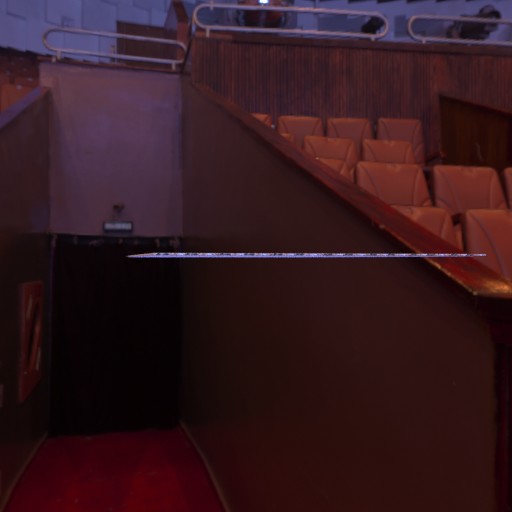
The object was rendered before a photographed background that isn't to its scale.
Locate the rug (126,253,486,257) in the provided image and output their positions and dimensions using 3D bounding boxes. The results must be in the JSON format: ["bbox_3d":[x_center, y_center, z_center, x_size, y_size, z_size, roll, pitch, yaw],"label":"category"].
[{"bbox_3d":[0.000,0.000,2.327,1.247,0.008,1.802,0,0,-19],"label":"rug"}]
